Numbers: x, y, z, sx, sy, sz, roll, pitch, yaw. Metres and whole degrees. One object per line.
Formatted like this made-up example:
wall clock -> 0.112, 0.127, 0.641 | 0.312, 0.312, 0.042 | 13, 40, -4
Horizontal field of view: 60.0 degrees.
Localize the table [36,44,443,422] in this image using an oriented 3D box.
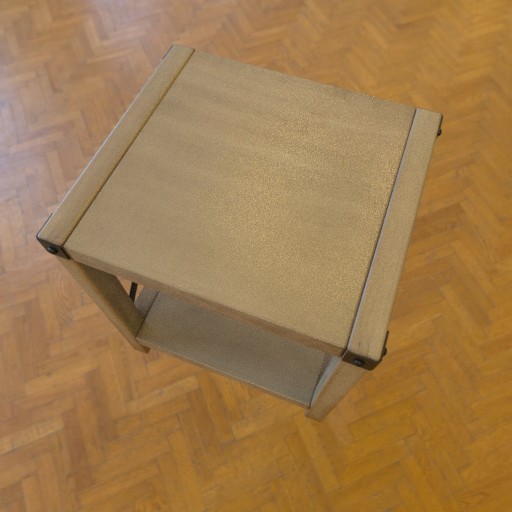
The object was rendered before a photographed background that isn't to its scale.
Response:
table -> 0.000, 0.000, 0.923 | 0.510, 0.561, 0.459 | 19, 64, 10
